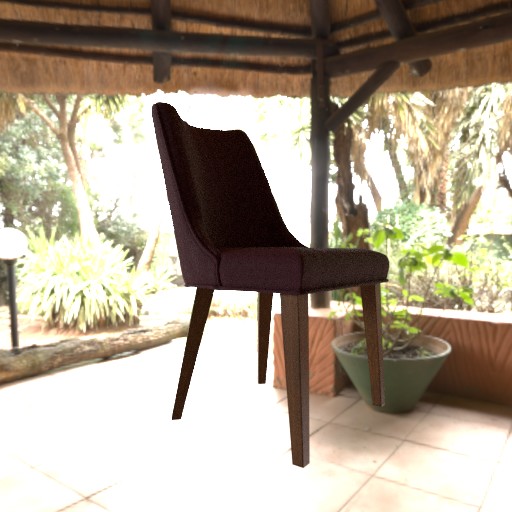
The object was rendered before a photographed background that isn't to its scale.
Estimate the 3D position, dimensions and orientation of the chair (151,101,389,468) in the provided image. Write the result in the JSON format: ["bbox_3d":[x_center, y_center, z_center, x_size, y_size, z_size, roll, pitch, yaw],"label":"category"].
[{"bbox_3d":[0.000,0.000,1.344,0.638,0.916,0.548,0,0,36],"label":"chair"}]
